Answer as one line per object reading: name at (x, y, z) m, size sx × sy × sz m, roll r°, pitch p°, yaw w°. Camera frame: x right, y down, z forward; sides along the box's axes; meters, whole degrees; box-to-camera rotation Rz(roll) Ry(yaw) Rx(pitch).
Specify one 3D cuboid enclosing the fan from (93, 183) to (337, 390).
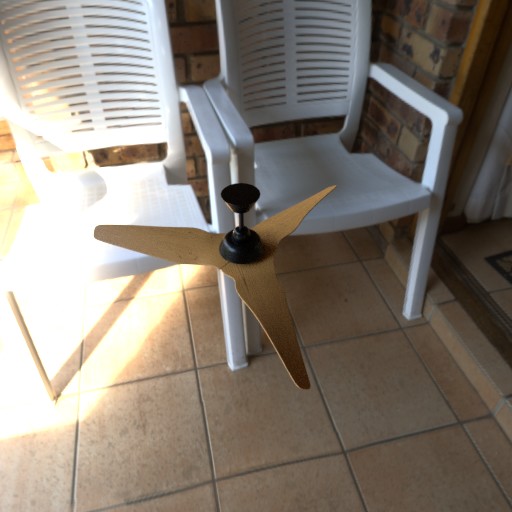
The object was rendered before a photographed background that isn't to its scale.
fan at (0.000, 0.000, 1.625) m, size 1.142 × 0.355 × 1.010 m, roll -13°, pitch 44°, yaw -14°
